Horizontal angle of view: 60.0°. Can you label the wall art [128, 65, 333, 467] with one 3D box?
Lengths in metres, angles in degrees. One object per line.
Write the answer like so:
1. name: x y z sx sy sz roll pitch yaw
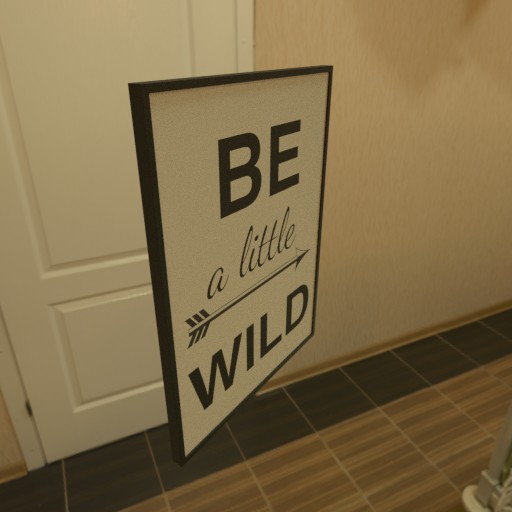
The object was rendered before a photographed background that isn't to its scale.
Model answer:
1. wall art: 0.000 0.000 1.383 0.038 1.062 0.806 18 31 32
